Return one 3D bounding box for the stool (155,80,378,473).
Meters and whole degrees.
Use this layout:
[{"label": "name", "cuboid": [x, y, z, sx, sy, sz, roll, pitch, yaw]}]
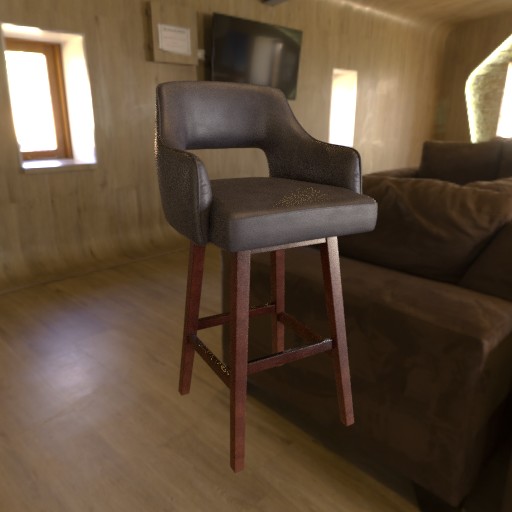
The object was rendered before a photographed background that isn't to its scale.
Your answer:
[{"label": "stool", "cuboid": [0.000, 0.000, 1.365, 0.550, 1.041, 0.560, -9, 19, -28]}]
